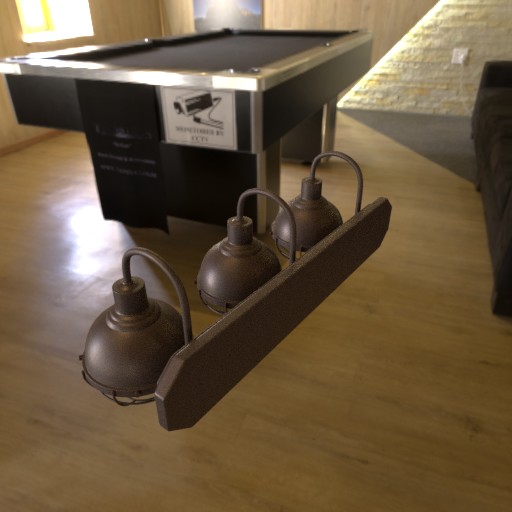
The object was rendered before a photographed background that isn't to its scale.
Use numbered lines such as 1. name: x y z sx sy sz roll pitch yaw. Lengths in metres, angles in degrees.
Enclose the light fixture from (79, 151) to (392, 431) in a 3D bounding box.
1. light fixture: 0.000 0.000 0.763 0.229 0.254 0.634 21 37 31
